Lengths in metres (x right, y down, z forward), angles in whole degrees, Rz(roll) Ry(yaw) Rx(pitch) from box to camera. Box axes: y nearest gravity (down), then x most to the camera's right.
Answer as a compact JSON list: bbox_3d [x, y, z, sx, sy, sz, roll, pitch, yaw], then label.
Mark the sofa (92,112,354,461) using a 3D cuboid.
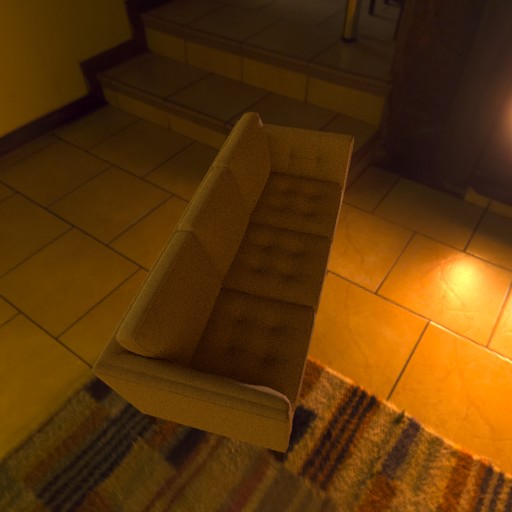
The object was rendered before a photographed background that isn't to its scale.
[{"bbox_3d":[0.000,0.000,3.005,0.965,0.940,2.388,11,48,11],"label":"sofa"}]
